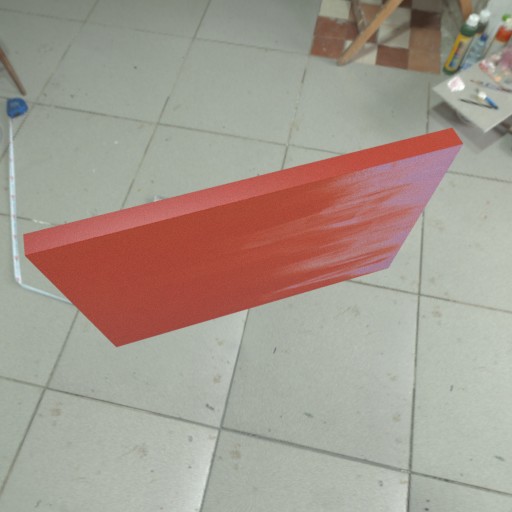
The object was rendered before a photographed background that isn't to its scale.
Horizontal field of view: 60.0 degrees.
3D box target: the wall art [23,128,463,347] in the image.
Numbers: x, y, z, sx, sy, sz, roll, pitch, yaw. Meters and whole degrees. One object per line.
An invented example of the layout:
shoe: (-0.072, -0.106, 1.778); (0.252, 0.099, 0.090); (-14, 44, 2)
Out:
wall art: (0.000, 0.000, 0.774); (0.607, 0.405, 0.033); (-15, 64, -8)
